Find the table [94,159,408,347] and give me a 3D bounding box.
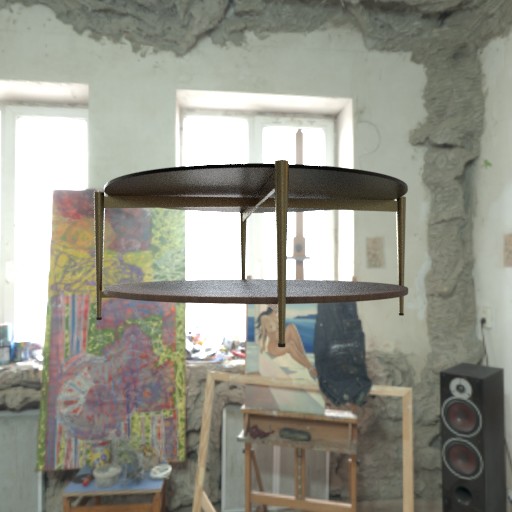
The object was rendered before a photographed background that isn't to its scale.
[{"bbox_3d":[0.000,0.000,1.445,0.938,0.400,0.938,0,-1,-36],"label":"table"}]
